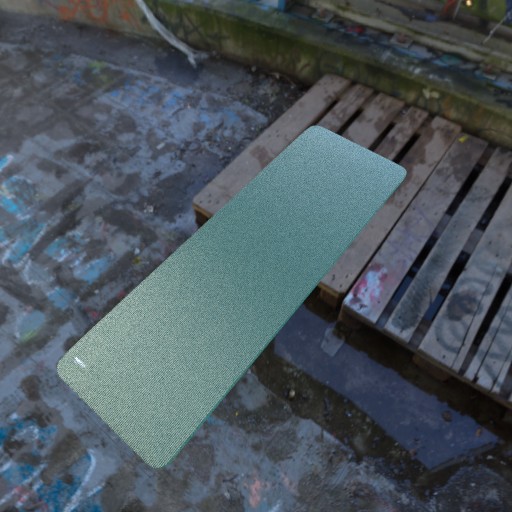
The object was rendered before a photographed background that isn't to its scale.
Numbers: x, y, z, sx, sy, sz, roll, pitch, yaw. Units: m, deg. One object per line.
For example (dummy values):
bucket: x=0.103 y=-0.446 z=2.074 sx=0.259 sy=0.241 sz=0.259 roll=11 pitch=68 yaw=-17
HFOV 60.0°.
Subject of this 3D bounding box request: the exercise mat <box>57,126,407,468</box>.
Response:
exercise mat: x=0.000 y=0.000 z=2.064 sx=0.616 sy=0.021 sz=1.869 roll=34 pitch=63 yaw=20
